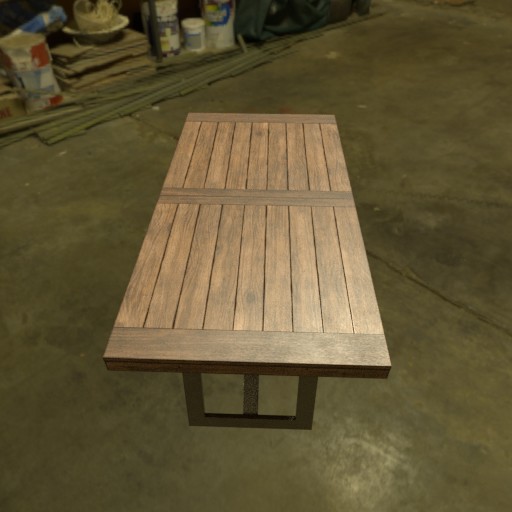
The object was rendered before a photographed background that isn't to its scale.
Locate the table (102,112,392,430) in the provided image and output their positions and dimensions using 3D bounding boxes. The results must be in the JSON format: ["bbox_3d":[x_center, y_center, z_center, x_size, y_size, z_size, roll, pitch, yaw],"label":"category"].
[{"bbox_3d":[0.000,0.000,2.372,0.931,0.757,1.867,1,42,1],"label":"table"}]
